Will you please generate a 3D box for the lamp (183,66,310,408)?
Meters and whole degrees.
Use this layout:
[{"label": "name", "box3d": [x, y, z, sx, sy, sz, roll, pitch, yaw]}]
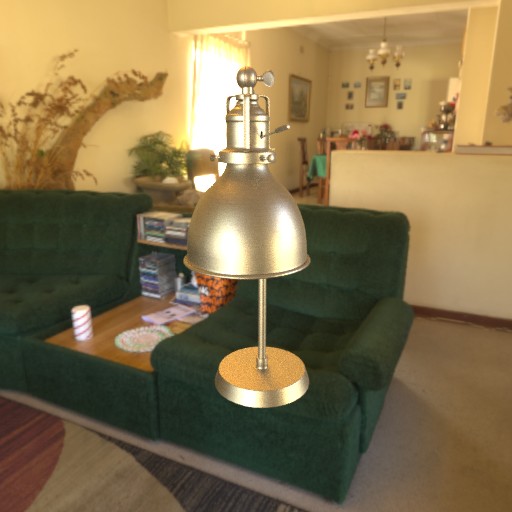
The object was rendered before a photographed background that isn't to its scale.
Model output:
[{"label": "lamp", "box3d": [0.000, 0.000, 0.597, 0.153, 0.456, 0.286, 2, 16, 8]}]
